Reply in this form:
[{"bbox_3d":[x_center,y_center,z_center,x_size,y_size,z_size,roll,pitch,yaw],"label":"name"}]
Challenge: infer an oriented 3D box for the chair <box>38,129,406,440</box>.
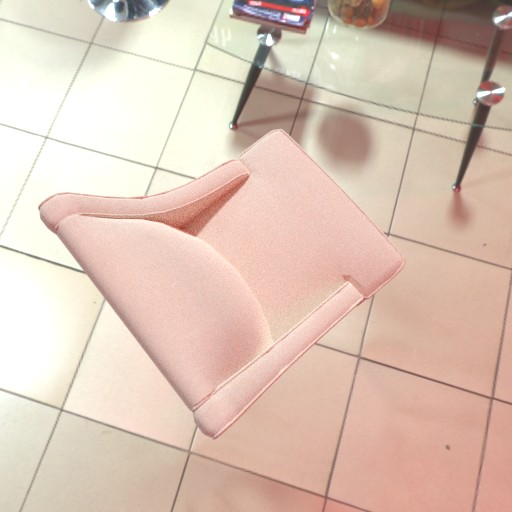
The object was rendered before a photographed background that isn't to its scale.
[{"bbox_3d":[0.000,0.000,1.450,0.806,0.886,0.689,-39,78,-10],"label":"chair"}]
